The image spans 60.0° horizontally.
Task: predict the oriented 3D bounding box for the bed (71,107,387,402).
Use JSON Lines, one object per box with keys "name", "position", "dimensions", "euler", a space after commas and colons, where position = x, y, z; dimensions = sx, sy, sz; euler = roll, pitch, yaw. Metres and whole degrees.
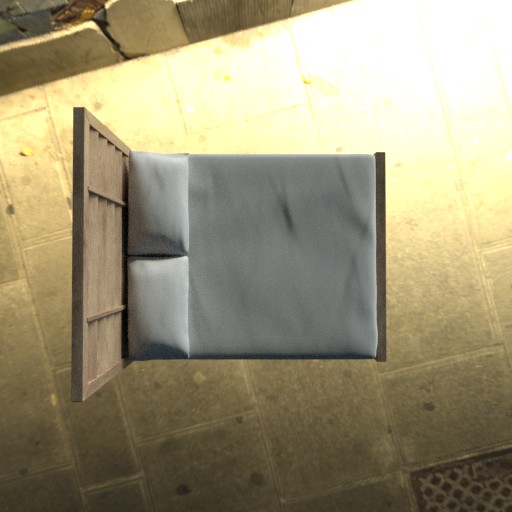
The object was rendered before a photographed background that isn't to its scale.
{"name": "bed", "position": [0.000, 0.000, 3.235], "dimensions": [2.017, 1.631, 1.615], "euler": [0, 89, 0]}
